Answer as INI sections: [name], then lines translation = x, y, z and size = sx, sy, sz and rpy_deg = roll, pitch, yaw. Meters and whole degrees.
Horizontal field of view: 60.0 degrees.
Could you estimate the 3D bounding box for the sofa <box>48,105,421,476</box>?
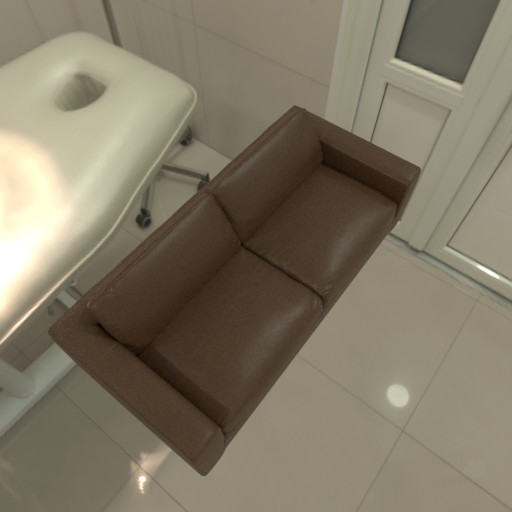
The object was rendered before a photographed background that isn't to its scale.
[sofa]
translation = 0.000, 0.000, 2.754
size = 1.070, 0.801, 2.262
rpy_deg = 33, 63, 19
